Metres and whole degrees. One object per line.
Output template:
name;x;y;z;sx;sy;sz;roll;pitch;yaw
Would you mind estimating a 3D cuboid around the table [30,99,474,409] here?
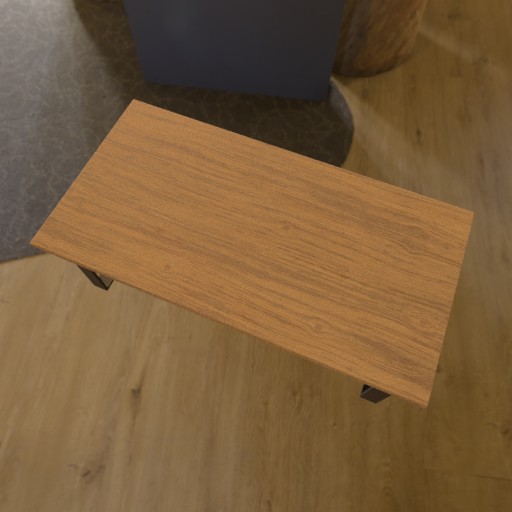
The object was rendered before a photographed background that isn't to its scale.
table;0.000;0.000;1.683;1.331;0.445;0.693;21;66;10
